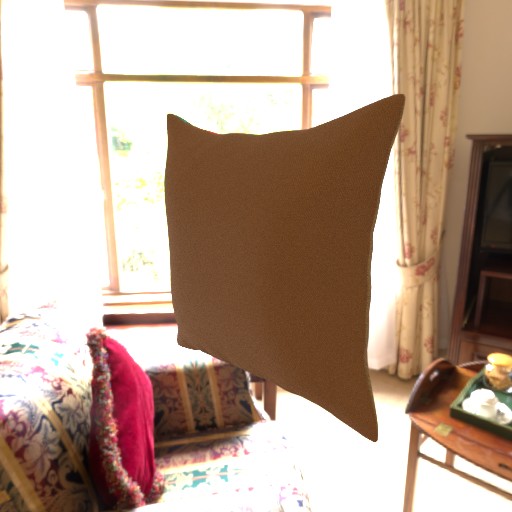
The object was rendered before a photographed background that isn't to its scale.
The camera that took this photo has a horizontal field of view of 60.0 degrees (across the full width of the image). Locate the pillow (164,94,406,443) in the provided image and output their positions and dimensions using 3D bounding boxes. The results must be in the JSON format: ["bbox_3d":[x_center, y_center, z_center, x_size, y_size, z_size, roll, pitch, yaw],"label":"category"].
[{"bbox_3d":[0.000,0.000,0.684,0.168,0.443,0.453,-13,19,-43],"label":"pillow"}]
